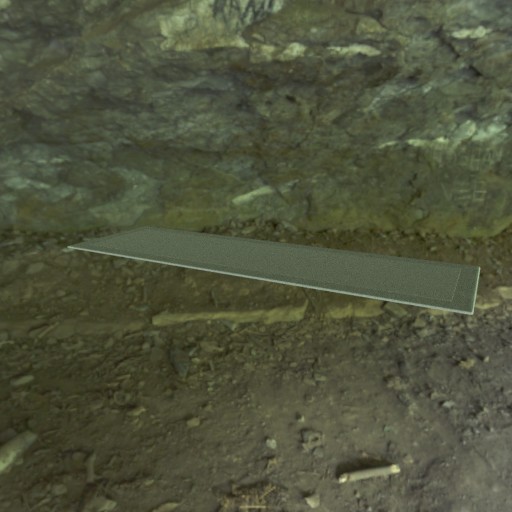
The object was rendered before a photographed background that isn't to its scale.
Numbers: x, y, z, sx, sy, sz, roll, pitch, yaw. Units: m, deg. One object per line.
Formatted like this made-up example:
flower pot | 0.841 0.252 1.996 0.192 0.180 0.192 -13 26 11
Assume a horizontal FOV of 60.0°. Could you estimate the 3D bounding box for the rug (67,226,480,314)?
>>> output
rug | 0.000 0.000 2.700 2.430 0.012 0.759 8 17 27
